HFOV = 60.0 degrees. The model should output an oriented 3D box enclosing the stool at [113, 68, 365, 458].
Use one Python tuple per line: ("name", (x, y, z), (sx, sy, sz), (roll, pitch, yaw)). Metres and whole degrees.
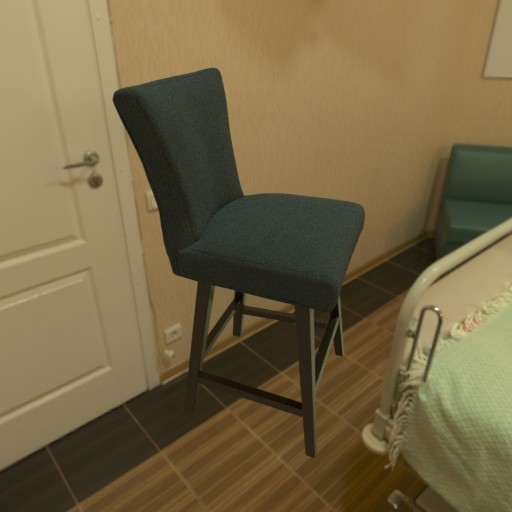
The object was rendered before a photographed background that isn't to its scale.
("stool", (0.000, 0.000, 1.343), (0.574, 1.000, 0.514), (10, 30, 17))
